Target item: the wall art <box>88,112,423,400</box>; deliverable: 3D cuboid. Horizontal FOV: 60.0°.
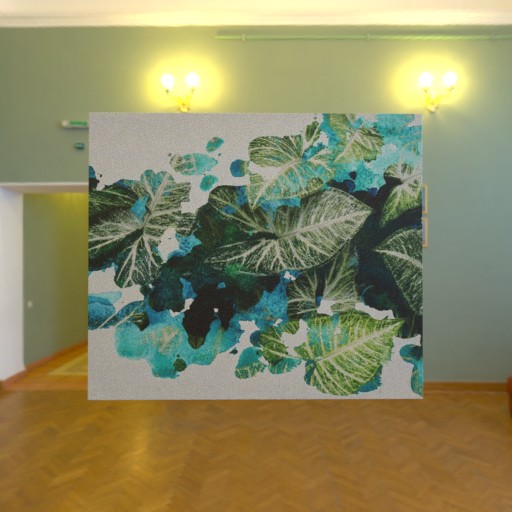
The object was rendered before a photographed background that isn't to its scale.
[{"bbox_3d":[0.000,0.000,0.692,0.507,0.435,0.041,0,-1,-1],"label":"wall art"}]
